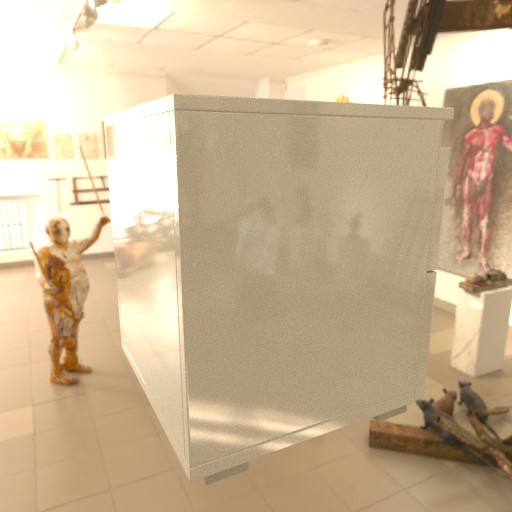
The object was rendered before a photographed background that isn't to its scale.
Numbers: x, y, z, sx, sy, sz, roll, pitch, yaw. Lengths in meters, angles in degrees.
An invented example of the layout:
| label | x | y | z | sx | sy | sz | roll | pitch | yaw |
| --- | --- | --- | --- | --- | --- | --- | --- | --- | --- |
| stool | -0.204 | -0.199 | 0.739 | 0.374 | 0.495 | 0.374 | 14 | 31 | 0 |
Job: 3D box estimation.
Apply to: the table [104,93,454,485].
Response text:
| label | x | y | z | sx | sy | sz | roll | pitch | yaw |
| --- | --- | --- | --- | --- | --- | --- | --- | --- | --- |
| table | 0.000 | 0.000 | 0.763 | 0.400 | 0.470 | 0.420 | -7 | 16 | -27 |
